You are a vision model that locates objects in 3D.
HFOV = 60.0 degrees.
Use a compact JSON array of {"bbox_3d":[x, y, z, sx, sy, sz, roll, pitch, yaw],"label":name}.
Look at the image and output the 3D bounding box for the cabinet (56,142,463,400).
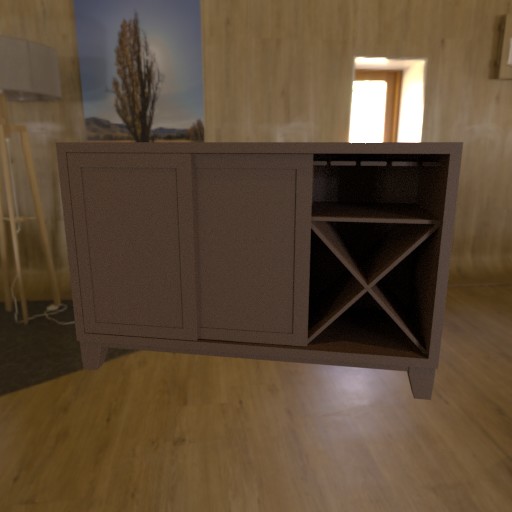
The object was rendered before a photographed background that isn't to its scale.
[{"bbox_3d":[0.000,0.000,1.841,1.396,0.914,0.482,2,14,9],"label":"cabinet"}]
